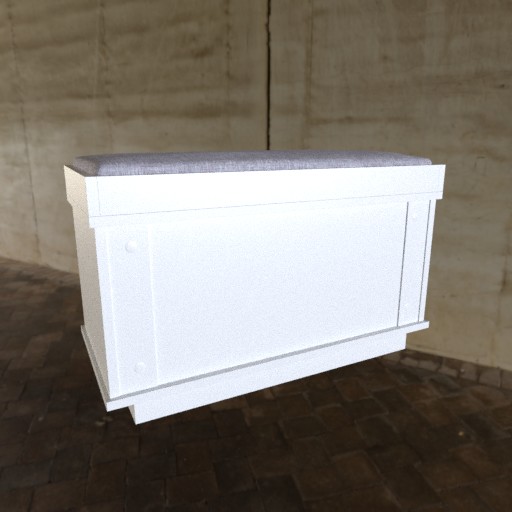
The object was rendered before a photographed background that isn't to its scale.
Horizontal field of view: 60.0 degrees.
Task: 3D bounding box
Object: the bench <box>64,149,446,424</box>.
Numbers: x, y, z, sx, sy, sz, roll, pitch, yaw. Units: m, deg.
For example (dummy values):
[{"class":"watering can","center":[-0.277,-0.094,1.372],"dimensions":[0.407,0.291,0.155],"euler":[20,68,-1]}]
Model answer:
[{"class":"bench","center":[0.000,0.000,0.999],"dimensions":[0.734,0.461,0.362],"euler":[-7,16,-26]}]
